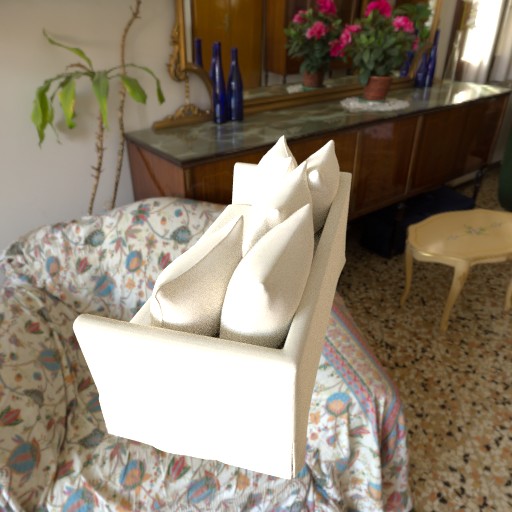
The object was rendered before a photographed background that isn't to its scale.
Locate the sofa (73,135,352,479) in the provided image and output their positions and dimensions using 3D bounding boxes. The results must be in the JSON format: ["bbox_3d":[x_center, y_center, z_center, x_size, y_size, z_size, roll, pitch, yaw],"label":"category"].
[{"bbox_3d":[0.000,0.000,2.811,1.031,1.034,2.290,8,30,14],"label":"sofa"}]
